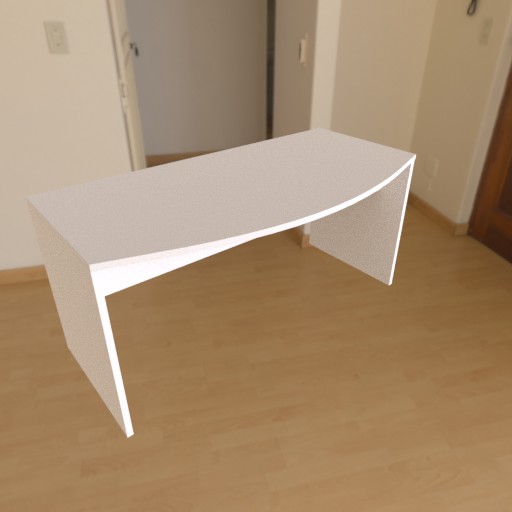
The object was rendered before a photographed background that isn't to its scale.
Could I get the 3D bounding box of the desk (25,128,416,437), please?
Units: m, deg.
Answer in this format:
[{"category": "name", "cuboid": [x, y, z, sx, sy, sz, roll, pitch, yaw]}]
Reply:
[{"category": "desk", "cuboid": [0.000, 0.000, 2.035, 1.600, 0.750, 0.802, -22, 37, -33]}]
